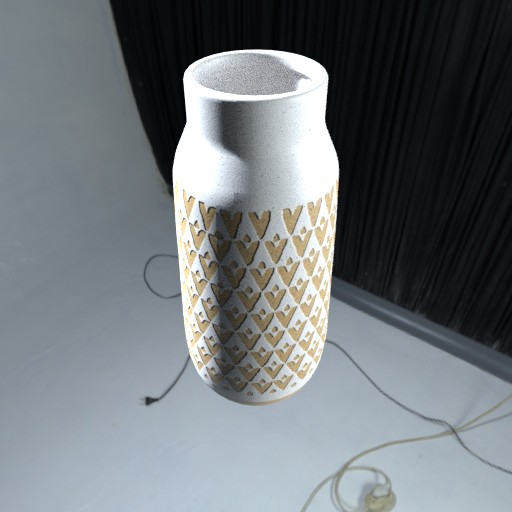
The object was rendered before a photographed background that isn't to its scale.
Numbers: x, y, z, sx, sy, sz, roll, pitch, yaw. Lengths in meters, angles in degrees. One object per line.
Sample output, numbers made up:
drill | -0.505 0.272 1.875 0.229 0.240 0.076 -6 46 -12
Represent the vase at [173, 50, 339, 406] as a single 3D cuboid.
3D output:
vase | 0.000 0.000 0.378 0.137 0.307 0.137 0 41 0
